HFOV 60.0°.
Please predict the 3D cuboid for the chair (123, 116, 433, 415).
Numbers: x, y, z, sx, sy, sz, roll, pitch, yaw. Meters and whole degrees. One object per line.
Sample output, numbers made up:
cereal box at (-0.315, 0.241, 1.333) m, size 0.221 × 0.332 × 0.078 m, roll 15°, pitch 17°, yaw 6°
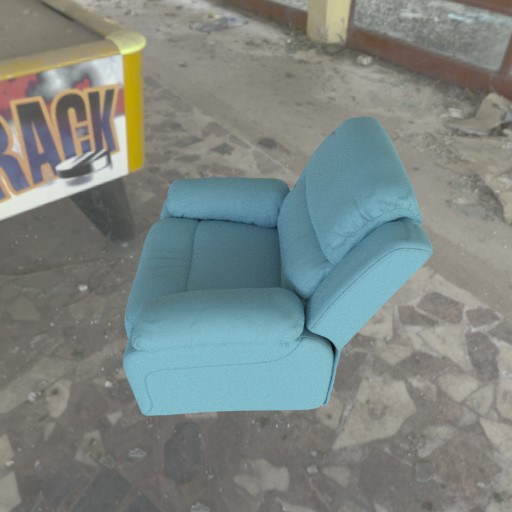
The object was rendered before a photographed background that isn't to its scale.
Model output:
chair at (0.000, 0.000, 1.259) m, size 0.709 × 0.702 × 0.680 m, roll 0°, pitch 41°, yaw 0°
